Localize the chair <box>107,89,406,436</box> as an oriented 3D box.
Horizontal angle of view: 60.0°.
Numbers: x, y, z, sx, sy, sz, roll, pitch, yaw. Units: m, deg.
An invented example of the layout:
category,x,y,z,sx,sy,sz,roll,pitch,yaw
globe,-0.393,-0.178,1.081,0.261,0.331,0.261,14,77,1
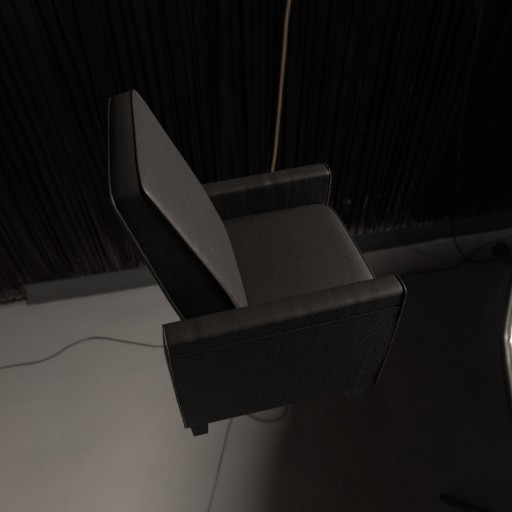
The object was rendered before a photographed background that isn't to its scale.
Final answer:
category,x,y,z,sx,sy,sz,roll,pitch,yaw
chair,0.000,0.000,1.481,0.746,1.013,0.705,-9,45,-10
